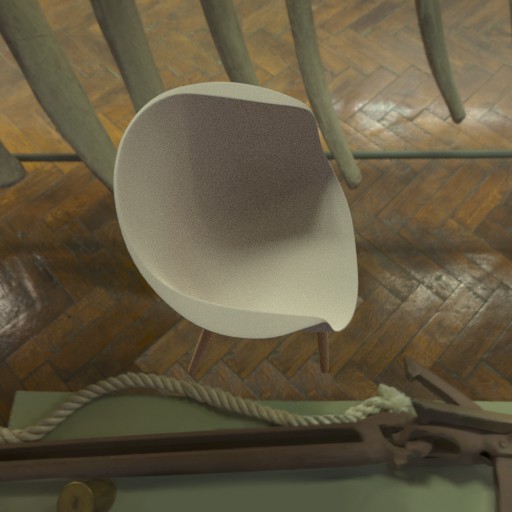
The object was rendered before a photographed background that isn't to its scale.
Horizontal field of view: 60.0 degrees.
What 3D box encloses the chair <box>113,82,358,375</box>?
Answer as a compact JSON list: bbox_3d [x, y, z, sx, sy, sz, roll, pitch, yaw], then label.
[{"bbox_3d":[0.000,0.000,1.145,0.504,0.781,0.593,1,64,0],"label":"chair"}]
